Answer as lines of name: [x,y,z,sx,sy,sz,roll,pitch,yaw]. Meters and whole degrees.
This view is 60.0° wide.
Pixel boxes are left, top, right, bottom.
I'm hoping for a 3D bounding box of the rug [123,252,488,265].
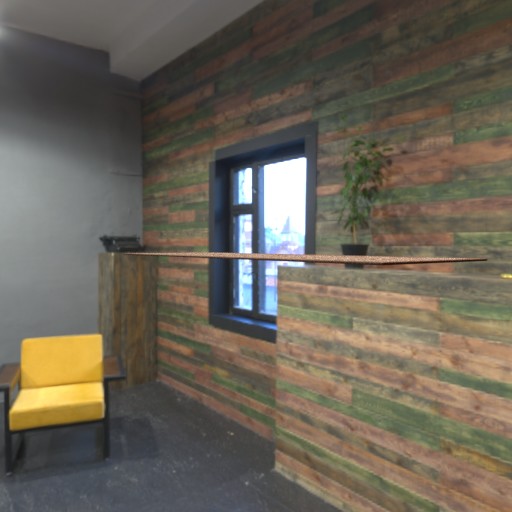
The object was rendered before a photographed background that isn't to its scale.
rug: [0.000,0.000,2.735,0.769,0.012,2.448,-1,2,-37]
